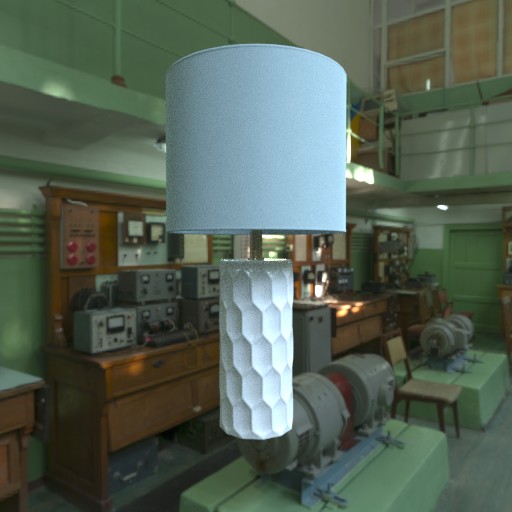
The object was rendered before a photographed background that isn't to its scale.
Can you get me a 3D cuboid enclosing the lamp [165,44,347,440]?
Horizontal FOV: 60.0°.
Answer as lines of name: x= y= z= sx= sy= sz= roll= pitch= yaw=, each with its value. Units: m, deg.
lamp: x=0.000 y=0.000 z=0.695 sx=0.277 sy=0.534 sz=0.277 roll=1 pitch=2 yaw=35
